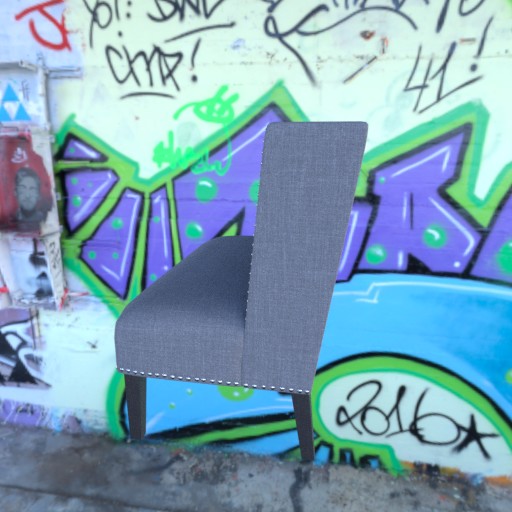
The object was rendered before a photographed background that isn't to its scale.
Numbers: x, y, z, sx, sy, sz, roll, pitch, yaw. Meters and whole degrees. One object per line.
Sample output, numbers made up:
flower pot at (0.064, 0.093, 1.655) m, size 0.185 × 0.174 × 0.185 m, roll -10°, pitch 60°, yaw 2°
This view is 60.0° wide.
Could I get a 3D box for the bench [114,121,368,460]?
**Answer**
bench at (0.000, 0.000, 2.016) m, size 0.842 × 1.121 × 1.276 m, roll 3°, pitch 15°, yaw 10°
